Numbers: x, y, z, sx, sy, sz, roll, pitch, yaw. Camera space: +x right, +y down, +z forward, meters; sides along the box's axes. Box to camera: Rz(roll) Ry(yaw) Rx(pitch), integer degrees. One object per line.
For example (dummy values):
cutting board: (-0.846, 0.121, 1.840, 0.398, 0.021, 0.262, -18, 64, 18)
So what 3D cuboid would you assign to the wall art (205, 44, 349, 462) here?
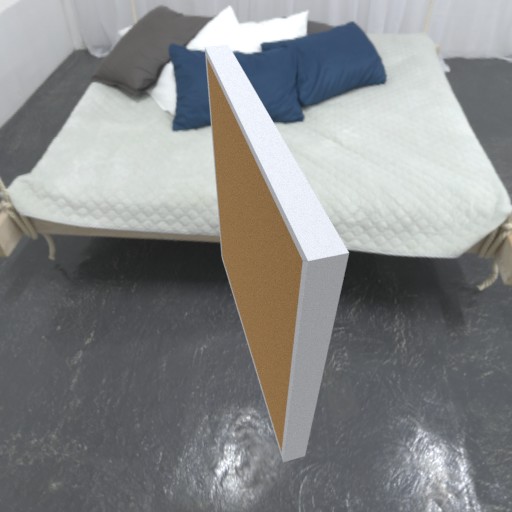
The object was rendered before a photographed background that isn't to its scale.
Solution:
wall art: (0.000, 0.000, 0.757, 0.040, 0.509, 0.509, -11, 47, -10)
